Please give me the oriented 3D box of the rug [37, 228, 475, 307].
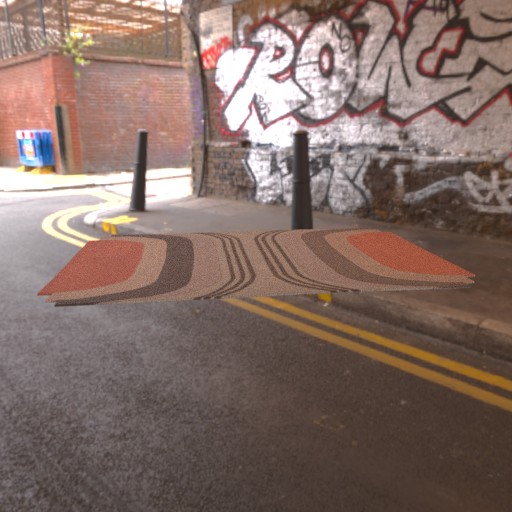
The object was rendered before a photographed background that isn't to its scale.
[{"bbox_3d":[0.000,0.000,3.007,2.446,0.017,1.530,-2,16,-7],"label":"rug"}]
